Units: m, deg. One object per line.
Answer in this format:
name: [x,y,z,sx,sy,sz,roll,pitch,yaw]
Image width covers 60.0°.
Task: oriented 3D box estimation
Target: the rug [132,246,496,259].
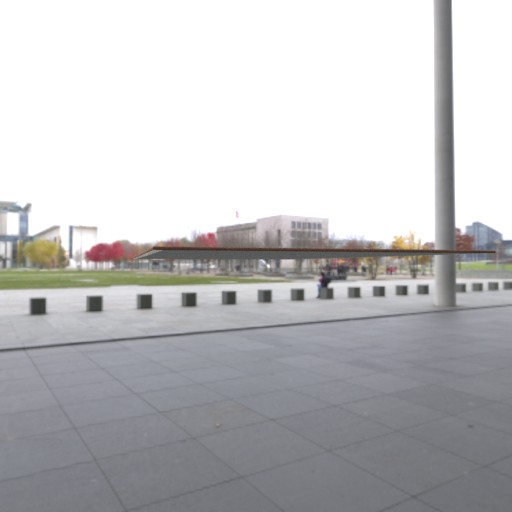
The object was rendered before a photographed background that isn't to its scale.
rug: [0.000,0.000,2.949,1.524,0.014,2.438,0,-1,-17]
